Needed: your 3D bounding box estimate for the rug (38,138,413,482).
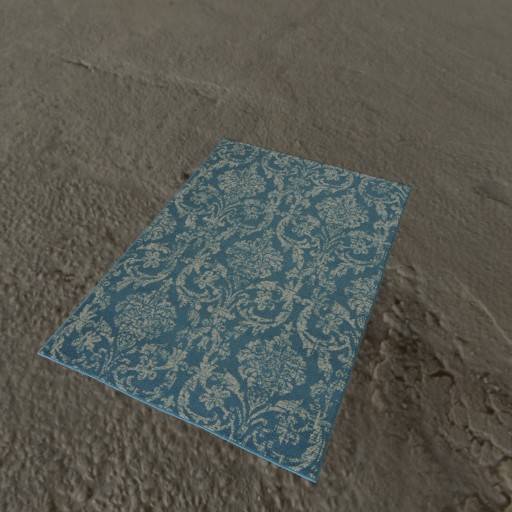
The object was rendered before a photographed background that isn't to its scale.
[{"bbox_3d":[0.000,0.000,2.806,1.554,0.012,2.205,18,51,16],"label":"rug"}]
